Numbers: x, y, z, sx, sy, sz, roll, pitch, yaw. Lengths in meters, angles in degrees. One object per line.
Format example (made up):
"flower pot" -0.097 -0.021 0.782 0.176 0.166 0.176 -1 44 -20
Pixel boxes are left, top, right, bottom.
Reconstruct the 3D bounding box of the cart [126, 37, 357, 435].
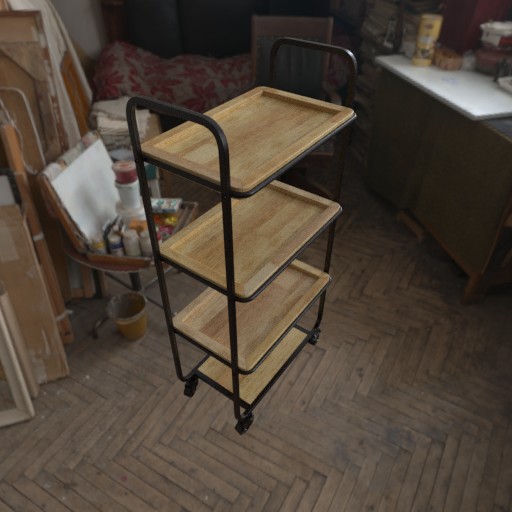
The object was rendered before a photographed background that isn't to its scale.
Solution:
"cart" 0.000 0.000 1.321 0.321 1.080 0.545 25 46 27
